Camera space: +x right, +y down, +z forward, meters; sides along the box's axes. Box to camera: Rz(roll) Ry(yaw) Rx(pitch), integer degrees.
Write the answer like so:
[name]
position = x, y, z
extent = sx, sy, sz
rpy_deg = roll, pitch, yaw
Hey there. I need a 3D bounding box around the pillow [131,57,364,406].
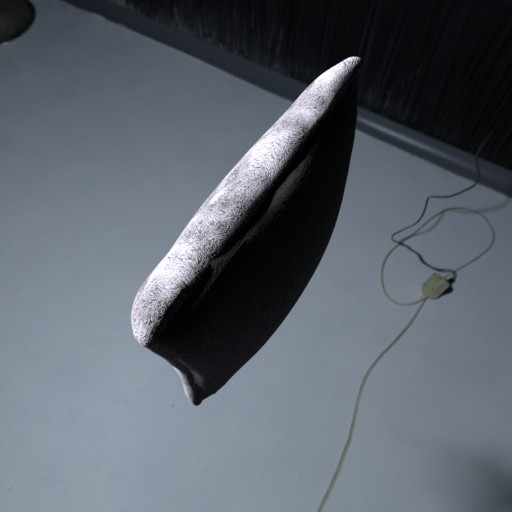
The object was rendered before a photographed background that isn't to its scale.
[pillow]
position = 0.000, 0.000, 0.797
extent = 0.204, 0.520, 0.522
rpy_deg = 30, 68, 13
